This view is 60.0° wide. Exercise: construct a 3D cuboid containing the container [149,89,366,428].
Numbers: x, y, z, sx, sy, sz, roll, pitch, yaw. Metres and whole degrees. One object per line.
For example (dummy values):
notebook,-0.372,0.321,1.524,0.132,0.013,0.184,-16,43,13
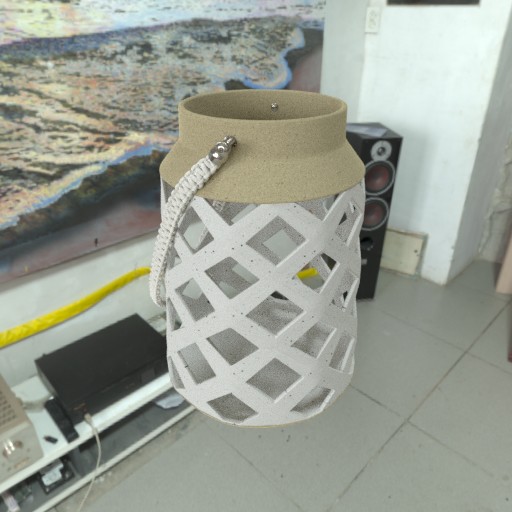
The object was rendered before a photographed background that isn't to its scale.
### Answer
container,0.000,0.000,0.343,0.172,0.229,0.163,8,30,14
